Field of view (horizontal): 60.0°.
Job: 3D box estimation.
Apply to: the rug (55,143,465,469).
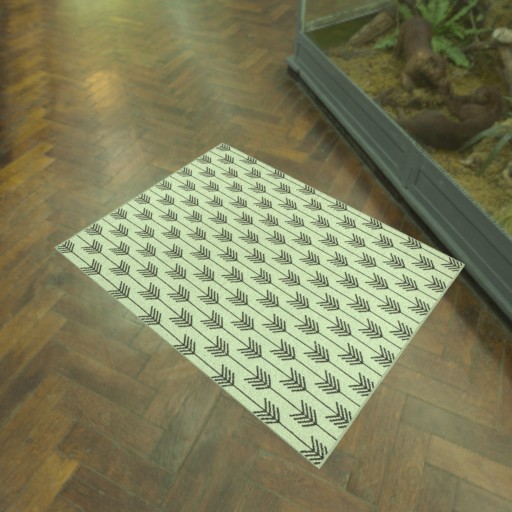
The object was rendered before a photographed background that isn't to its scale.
[{"bbox_3d":[0.000,0.000,4.142,3.061,0.010,2.330,32,55,26],"label":"rug"}]
